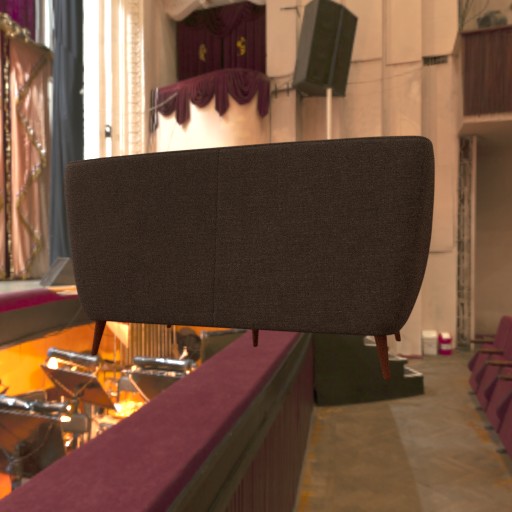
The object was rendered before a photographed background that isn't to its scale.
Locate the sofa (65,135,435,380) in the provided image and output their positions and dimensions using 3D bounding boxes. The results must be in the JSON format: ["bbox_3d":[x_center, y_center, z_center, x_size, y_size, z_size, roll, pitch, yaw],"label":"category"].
[{"bbox_3d":[0.000,0.000,2.179,1.646,0.887,0.976,0,0,18],"label":"sofa"}]
